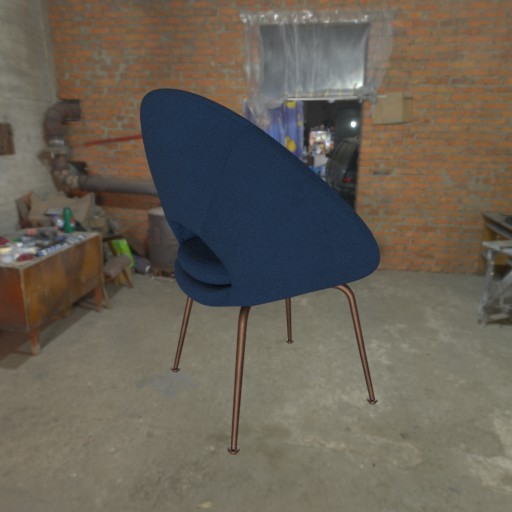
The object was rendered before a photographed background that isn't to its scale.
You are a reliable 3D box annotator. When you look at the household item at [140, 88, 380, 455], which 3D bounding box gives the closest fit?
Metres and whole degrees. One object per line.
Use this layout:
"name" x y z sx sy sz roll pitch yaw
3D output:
"household item" 0.000 0.000 1.244 0.573 0.852 0.623 -8 17 -27
